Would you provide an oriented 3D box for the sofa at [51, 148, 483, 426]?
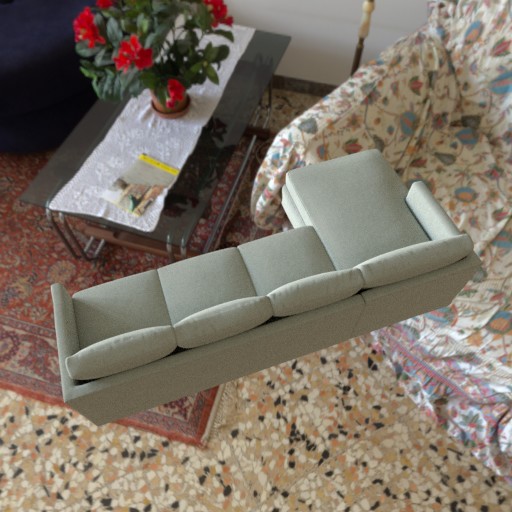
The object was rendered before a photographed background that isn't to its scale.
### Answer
[{"bbox_3d":[0.000,0.000,3.770,3.205,0.922,1.650,-16,59,-10],"label":"sofa"}]
